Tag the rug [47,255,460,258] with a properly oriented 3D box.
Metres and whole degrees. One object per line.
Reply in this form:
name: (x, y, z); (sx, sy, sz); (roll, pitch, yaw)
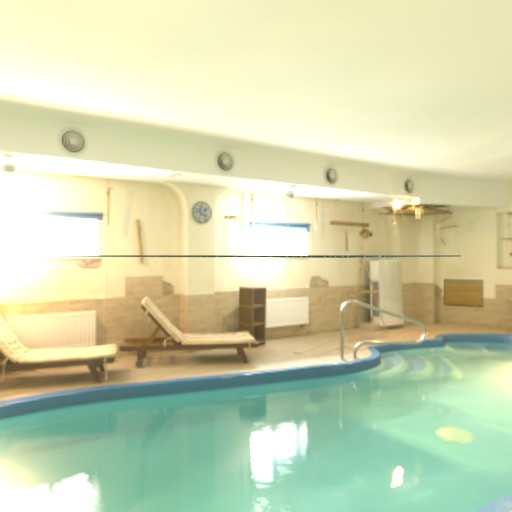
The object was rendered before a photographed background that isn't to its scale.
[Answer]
rug: (0.000, 0.000, 4.163); (3.033, 0.012, 2.432); (0, 0, 37)
